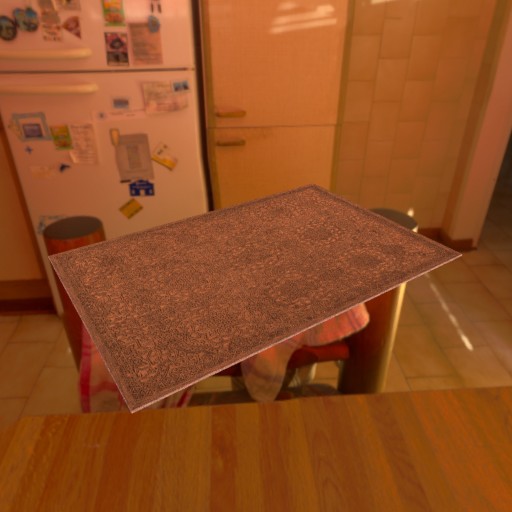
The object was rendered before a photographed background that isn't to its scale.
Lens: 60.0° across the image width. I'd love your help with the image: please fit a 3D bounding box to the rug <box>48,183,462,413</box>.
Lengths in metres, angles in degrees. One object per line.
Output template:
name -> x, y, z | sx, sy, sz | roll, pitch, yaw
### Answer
rug -> 0.000, 0.000, 2.340 | 1.819, 0.012, 1.208 | -19, 36, -29
